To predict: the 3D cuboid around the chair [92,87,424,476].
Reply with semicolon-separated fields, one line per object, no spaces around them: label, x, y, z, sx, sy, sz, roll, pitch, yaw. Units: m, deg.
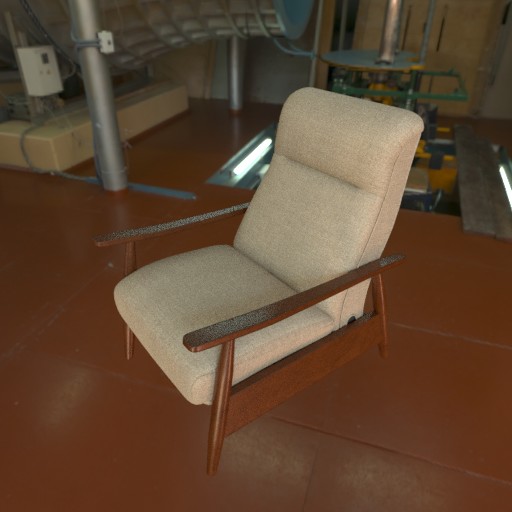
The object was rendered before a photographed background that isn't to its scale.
chair;0.000;0.000;1.742;1.014;1.082;0.762;-22;38;-31
